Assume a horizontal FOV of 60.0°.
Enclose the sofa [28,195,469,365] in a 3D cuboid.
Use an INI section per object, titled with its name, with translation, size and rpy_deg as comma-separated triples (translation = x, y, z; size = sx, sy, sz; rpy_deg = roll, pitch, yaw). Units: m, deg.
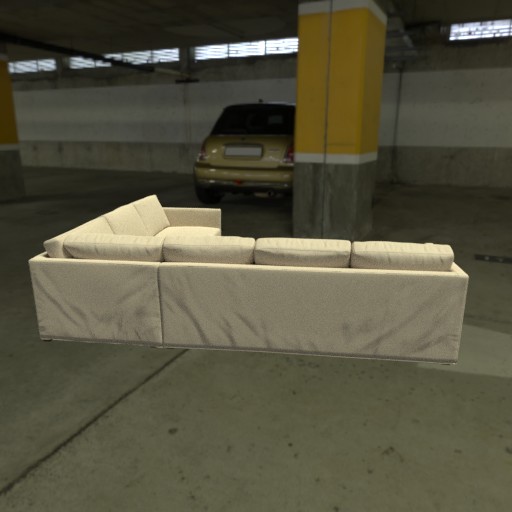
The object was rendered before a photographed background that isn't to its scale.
[sofa]
translation = 0.000, 0.000, 4.357
size = 3.182, 0.871, 2.432
rpy_deg = 2, 16, 7
